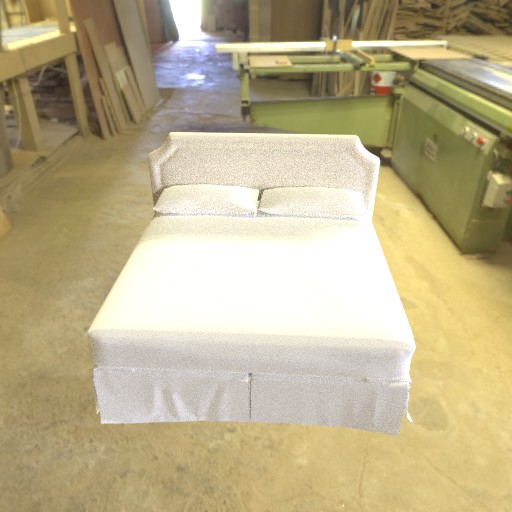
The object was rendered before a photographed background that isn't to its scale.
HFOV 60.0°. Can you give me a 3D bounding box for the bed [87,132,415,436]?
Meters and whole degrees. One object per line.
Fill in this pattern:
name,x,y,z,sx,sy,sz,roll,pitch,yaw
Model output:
bed,0.000,0.000,3.439,2.160,1.301,2.204,2,31,3
